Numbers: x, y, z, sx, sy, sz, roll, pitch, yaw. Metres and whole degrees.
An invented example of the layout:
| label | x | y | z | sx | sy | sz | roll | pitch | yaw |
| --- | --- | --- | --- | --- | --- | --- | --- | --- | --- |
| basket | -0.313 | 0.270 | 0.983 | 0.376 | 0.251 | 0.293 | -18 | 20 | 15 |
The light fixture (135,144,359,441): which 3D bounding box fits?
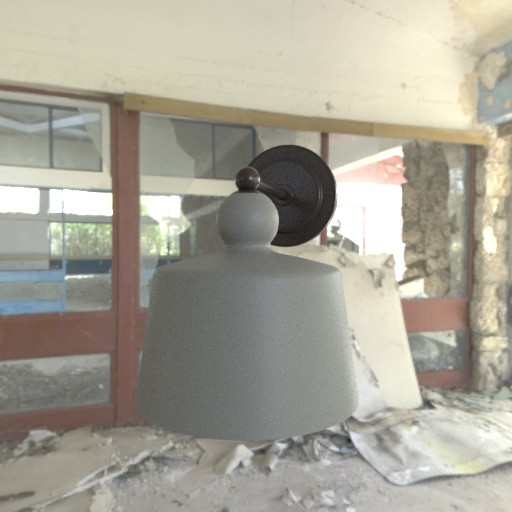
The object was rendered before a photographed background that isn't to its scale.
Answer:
| label | x | y | z | sx | sy | sz | roll | pitch | yaw |
| --- | --- | --- | --- | --- | --- | --- | --- | --- | --- |
| light fixture | 0.000 | 0.000 | 0.438 | 0.204 | 0.268 | 0.254 | 0 | 1 | 18 |
